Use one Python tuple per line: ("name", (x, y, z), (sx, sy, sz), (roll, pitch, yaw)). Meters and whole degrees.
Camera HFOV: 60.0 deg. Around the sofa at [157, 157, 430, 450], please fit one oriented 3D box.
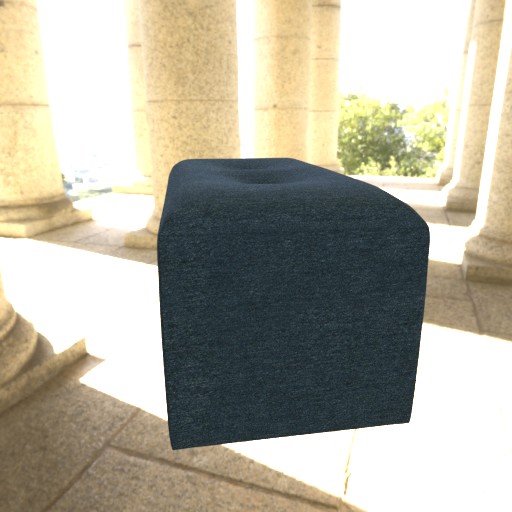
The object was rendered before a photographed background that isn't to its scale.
("sofa", (0.000, 0.000, 1.197), (0.480, 0.470, 0.930), (-3, 17, -9))
